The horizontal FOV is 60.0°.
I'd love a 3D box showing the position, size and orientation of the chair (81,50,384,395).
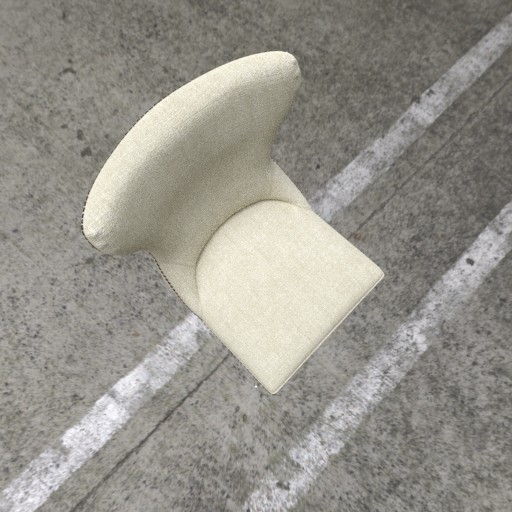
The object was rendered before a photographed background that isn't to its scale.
[{"bbox_3d":[0.000,0.000,1.420,0.681,1.002,0.654,43,78,11],"label":"chair"}]
